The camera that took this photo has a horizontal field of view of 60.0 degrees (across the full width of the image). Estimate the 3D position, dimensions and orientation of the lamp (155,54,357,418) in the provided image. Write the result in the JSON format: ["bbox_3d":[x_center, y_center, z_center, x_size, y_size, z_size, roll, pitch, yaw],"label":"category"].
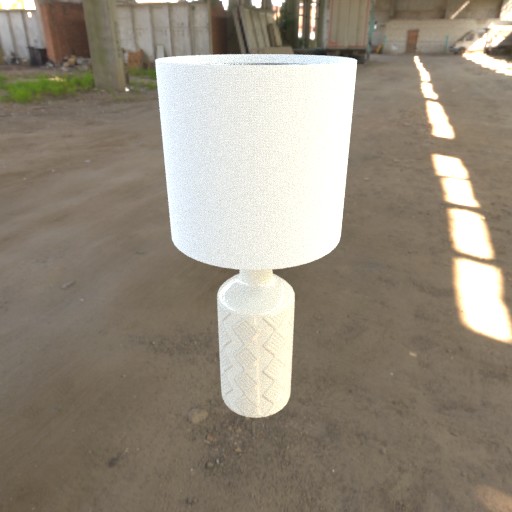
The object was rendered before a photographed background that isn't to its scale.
[{"bbox_3d":[0.000,0.000,0.566,0.207,0.461,0.207,-7,28,-14],"label":"lamp"}]
